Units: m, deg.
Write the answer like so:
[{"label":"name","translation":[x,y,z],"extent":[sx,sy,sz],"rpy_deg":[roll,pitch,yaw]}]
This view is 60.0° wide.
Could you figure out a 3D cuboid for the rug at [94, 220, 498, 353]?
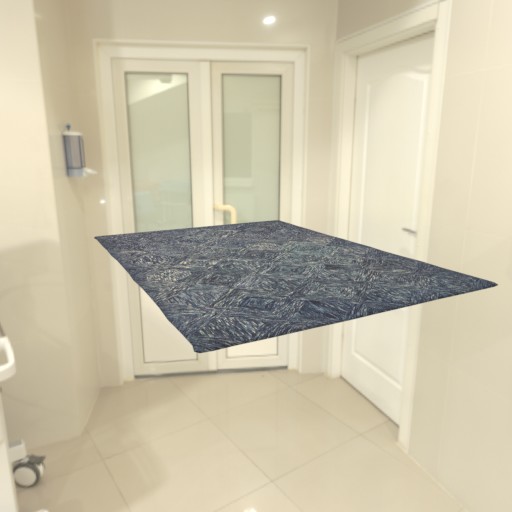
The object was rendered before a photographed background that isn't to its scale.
[{"label":"rug","translation":[0.000,0.000,4.105],"extent":[2.385,0.024,3.245],"rpy_deg":[-7,16,-27]}]
